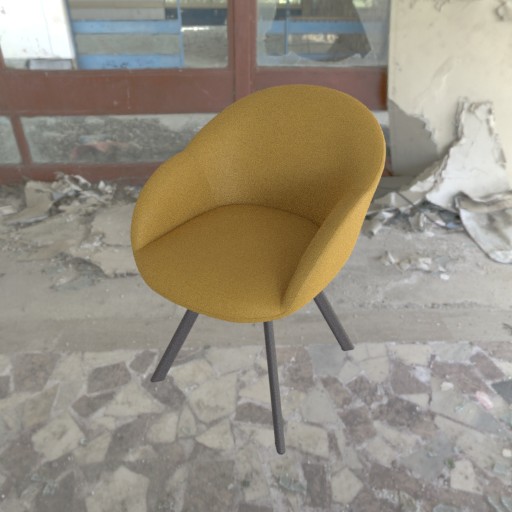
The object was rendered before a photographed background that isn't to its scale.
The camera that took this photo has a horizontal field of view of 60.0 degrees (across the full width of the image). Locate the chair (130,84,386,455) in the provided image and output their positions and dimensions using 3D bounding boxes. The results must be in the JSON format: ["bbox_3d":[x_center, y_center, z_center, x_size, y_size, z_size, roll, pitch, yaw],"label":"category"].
[{"bbox_3d":[0.000,0.000,1.197,0.551,0.793,0.583,18,35,28],"label":"chair"}]
